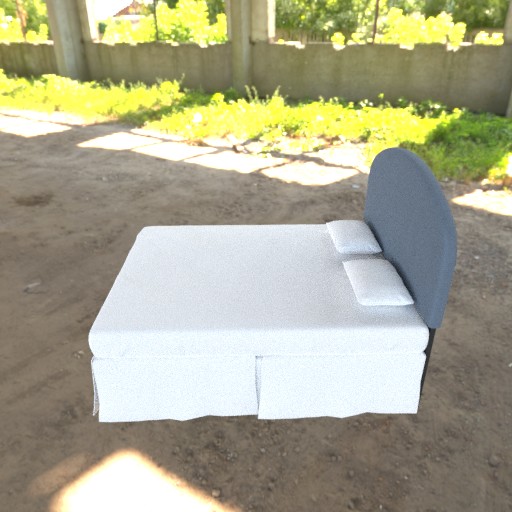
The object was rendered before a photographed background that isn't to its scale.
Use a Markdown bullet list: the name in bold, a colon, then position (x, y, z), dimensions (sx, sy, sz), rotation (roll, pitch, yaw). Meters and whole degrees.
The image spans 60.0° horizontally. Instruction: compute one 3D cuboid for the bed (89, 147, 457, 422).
- **bed**: position (0.000, 0.000, 3.054), dimensions (2.005, 1.410, 1.607), rotation (-1, 27, -1)
